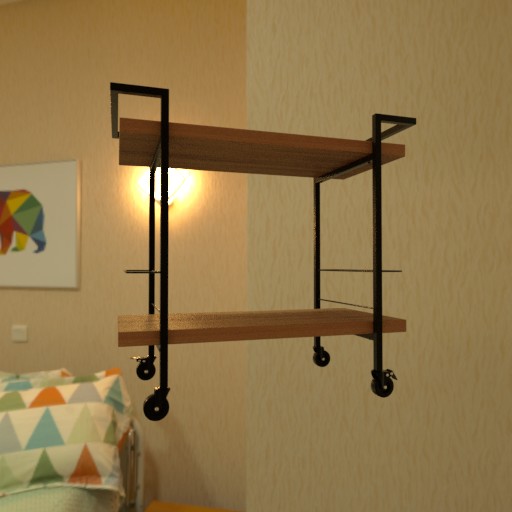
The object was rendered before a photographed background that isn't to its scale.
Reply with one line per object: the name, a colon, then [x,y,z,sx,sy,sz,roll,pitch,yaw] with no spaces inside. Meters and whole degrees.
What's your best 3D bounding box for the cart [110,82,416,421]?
cart: [0.000,0.000,1.290,0.806,0.762,0.406,0,-1,-17]
